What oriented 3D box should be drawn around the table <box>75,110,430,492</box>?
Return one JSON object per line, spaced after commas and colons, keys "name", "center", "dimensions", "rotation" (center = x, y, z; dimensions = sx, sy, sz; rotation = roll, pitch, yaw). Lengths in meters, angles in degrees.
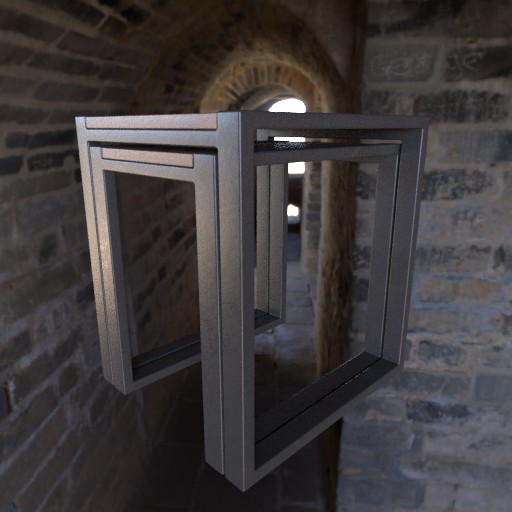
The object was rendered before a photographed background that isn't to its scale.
{"name": "table", "center": [0.000, 0.000, 0.913], "dimensions": [0.500, 0.550, 0.449], "rotation": [-16, 22, -43]}
